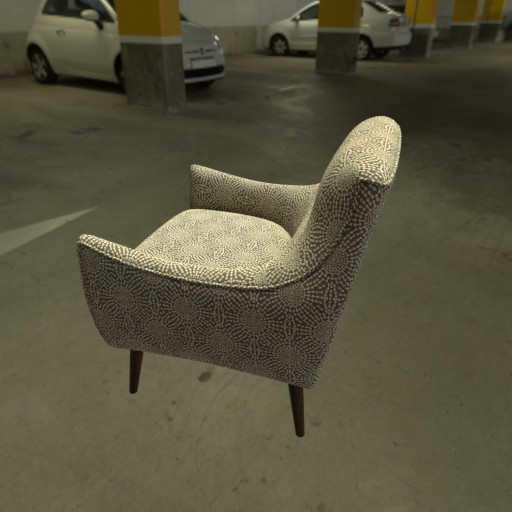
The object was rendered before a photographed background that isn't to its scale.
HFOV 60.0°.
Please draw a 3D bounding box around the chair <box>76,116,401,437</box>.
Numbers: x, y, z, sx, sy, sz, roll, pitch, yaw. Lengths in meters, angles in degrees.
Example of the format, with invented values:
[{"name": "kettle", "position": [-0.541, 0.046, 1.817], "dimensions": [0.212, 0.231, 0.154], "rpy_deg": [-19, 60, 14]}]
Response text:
[{"name": "chair", "position": [0.000, 0.000, 1.436], "dimensions": [0.787, 0.838, 0.762], "rpy_deg": [9, 30, 15]}]
